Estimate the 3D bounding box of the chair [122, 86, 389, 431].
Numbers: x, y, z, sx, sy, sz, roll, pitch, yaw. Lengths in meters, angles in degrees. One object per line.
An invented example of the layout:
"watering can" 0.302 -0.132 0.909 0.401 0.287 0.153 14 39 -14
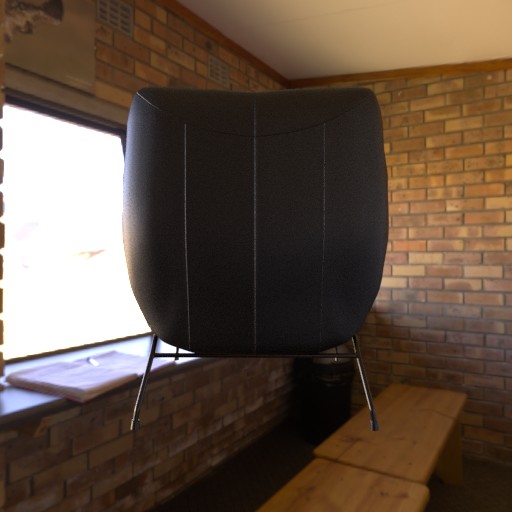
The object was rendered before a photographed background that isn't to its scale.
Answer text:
"chair" 0.000 0.000 1.558 0.836 0.922 0.826 0 0 1
